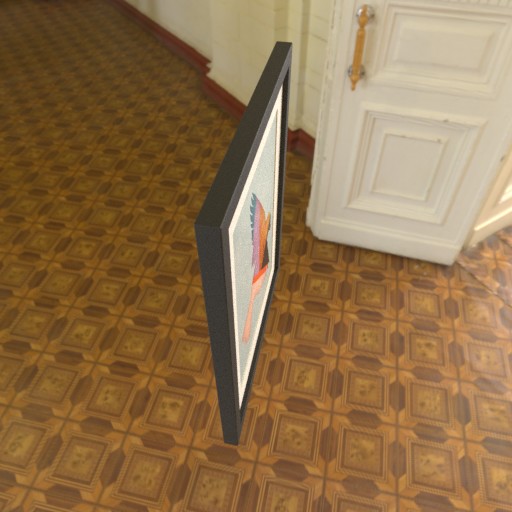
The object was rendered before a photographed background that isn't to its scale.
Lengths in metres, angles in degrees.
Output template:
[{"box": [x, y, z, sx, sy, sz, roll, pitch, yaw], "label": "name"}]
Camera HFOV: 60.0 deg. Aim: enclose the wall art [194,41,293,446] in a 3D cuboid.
[{"box": [0.000, 0.000, 0.782, 0.028, 0.558, 0.457, 9, 47, 8], "label": "wall art"}]
